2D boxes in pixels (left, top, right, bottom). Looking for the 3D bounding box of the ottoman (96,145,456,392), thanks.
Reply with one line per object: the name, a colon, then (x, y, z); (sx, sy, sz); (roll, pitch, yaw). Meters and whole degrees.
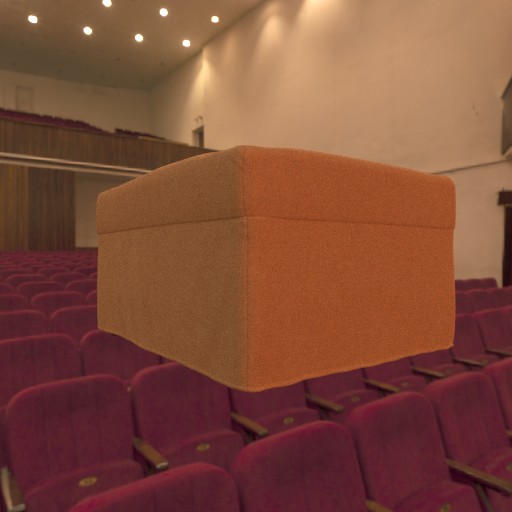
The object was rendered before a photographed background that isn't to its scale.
ottoman: (0.000, 0.000, 1.241); (0.650, 0.485, 0.833); (0, 0, -36)
